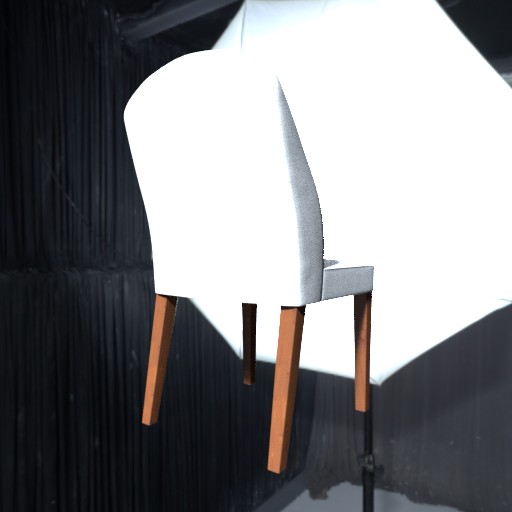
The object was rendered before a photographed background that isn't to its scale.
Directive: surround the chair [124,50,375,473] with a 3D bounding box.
[{"bbox_3d":[0.000,0.000,1.198,0.472,0.893,0.540,1,1,37],"label":"chair"}]
